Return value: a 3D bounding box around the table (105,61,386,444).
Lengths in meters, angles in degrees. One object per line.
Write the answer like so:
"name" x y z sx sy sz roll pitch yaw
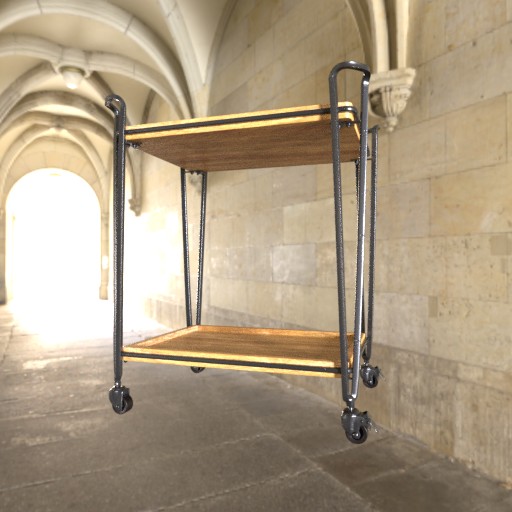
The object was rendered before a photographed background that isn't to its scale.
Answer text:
"table" 0.000 0.000 1.223 0.672 0.785 0.505 0 -1 18
